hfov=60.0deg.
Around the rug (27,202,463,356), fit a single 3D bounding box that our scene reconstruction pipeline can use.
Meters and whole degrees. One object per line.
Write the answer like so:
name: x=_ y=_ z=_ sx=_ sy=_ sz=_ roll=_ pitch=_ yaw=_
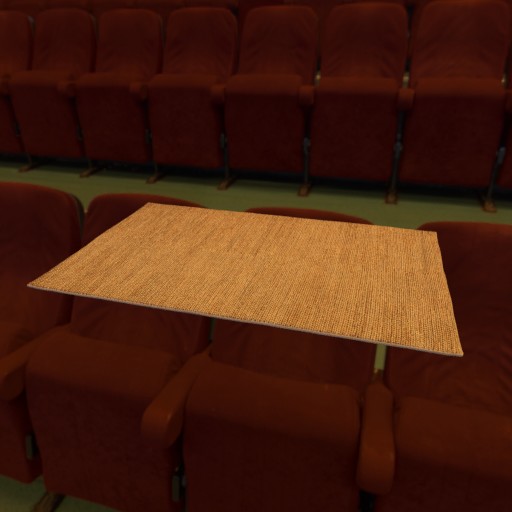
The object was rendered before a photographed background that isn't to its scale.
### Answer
rug: x=0.000 y=0.000 z=3.023 sx=2.438 sy=0.034 sz=1.521 roll=7 pitch=27 yaw=14
